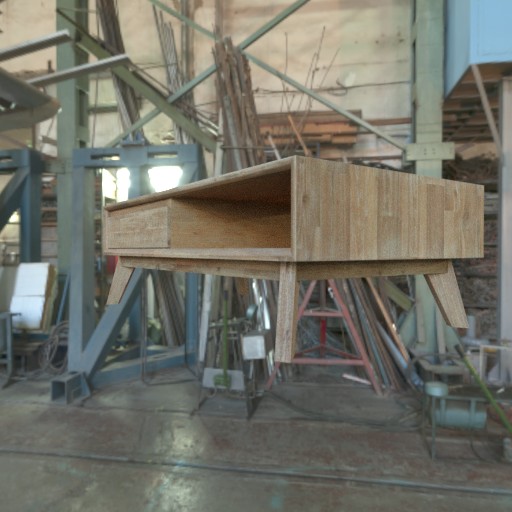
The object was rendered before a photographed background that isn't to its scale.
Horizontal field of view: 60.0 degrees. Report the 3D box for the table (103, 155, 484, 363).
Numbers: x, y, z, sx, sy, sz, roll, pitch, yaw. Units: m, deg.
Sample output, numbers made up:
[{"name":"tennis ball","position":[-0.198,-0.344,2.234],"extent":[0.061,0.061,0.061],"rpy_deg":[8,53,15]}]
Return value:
[{"name":"table","position":[0.000,0.000,2.030],"extent":[0.918,0.531,1.619],"rpy_deg":[-1,1,-35]}]
